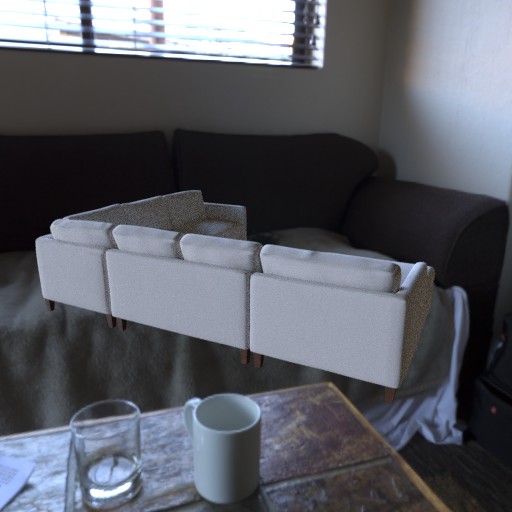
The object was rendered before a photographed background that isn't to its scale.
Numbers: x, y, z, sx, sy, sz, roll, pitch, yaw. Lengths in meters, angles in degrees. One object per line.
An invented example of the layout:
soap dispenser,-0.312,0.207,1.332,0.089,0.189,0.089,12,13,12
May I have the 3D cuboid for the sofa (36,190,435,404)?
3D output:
sofa,0.000,0.000,4.588,3.459,0.956,2.593,8,18,26
